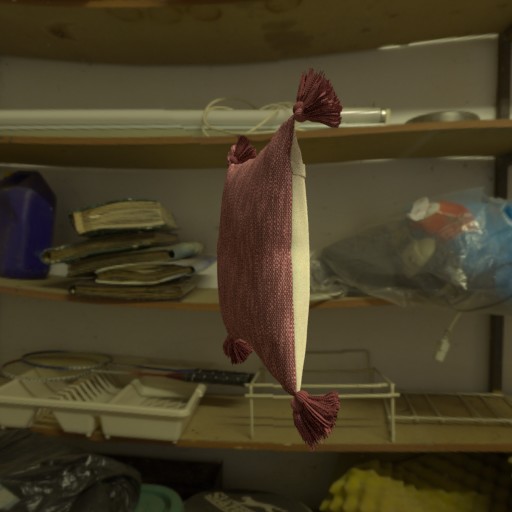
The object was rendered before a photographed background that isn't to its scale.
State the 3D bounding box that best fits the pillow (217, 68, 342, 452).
[{"bbox_3d":[0.000,0.000,0.984,0.138,0.659,0.641,0,1,-17],"label":"pillow"}]
